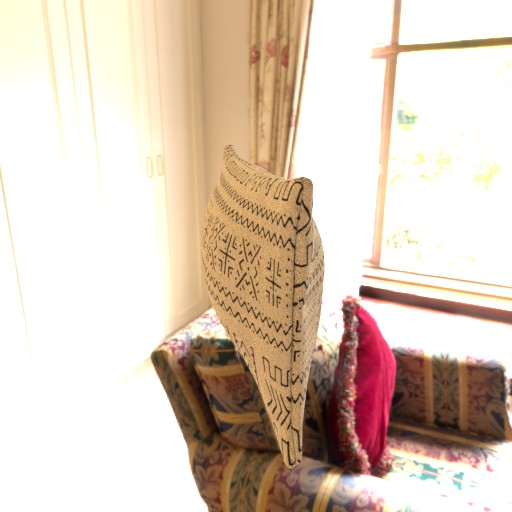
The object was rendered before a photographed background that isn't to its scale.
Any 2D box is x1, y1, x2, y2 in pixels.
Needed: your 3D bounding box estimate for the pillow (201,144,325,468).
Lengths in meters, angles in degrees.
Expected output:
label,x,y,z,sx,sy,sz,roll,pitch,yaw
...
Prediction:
label,x,y,z,sx,sy,sz,roll,pitch,yaw
pillow,0.000,0.000,0.784,0.188,0.352,0.637,-3,17,-10
